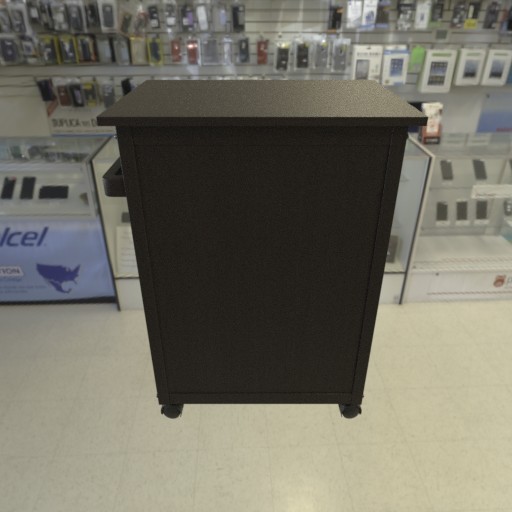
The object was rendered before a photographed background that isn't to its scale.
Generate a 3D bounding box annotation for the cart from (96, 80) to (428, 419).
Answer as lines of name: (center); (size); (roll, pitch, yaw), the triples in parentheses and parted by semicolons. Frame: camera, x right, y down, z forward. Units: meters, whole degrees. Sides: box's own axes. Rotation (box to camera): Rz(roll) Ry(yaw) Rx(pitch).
cart: (0.000, 0.000, 1.265); (0.660, 0.879, 0.456); (0, 30, 0)
